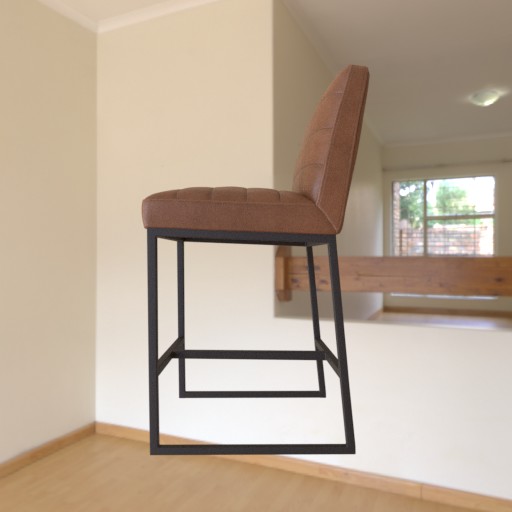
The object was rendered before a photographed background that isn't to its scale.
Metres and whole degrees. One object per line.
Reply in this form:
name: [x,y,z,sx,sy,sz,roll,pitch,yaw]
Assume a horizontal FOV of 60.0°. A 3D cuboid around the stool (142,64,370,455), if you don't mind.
stool: [0.000,0.000,1.265,0.556,0.940,0.458,0,0,-1]
